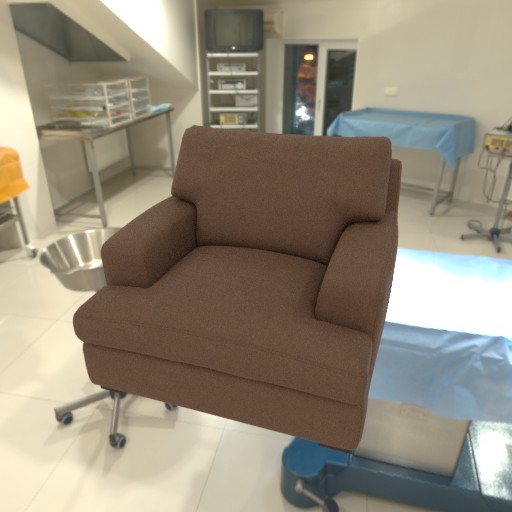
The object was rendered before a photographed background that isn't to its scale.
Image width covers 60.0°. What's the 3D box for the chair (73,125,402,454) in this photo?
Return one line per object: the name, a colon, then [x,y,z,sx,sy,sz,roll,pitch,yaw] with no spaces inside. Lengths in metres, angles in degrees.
chair: [0.000,0.000,1.939,1.168,0.940,1.143,8,28,16]
